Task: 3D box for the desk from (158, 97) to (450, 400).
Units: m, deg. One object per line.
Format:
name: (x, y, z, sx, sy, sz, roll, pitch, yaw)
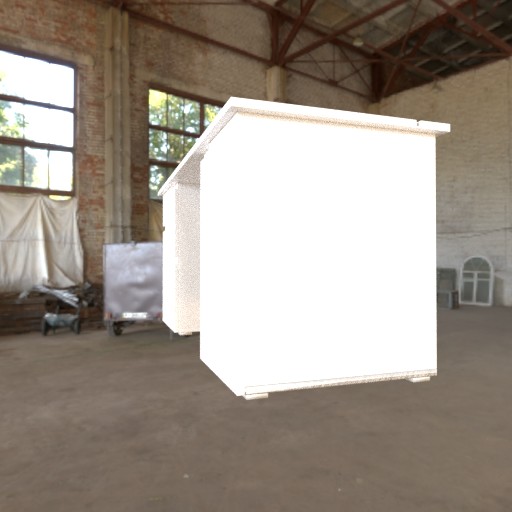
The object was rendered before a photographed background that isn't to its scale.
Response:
desk: (0.000, 0.000, 1.939, 0.670, 0.760, 1.580, 0, -1, -19)
